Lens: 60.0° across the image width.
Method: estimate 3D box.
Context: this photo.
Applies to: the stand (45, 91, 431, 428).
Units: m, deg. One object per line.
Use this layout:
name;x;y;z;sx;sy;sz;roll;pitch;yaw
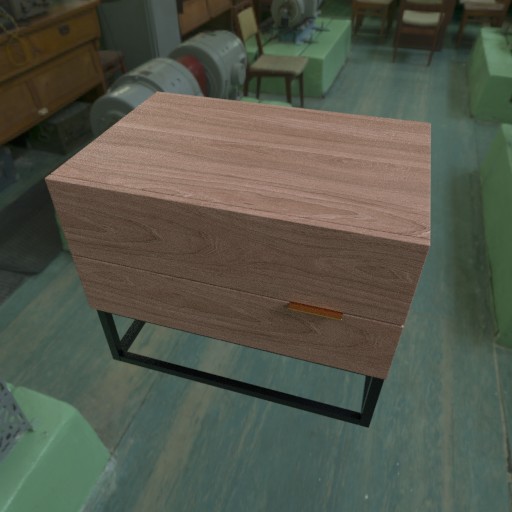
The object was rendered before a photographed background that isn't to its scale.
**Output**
stand;0.000;0.000;0.957;0.600;0.500;0.420;11;42;13
